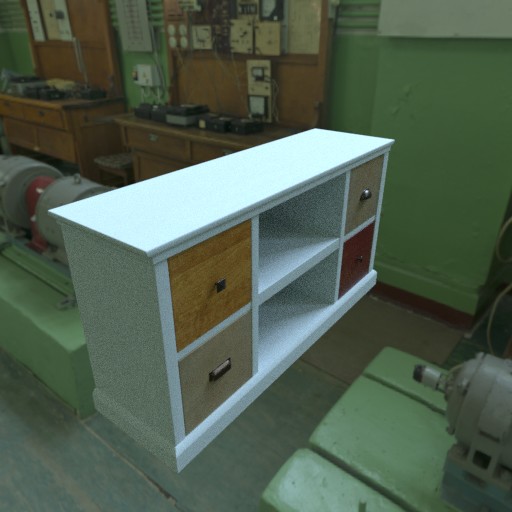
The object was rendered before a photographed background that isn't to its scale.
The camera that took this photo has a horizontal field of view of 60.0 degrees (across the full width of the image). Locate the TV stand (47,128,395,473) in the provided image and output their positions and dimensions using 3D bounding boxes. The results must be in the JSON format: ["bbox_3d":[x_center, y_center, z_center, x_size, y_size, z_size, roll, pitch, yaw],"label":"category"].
[{"bbox_3d":[0.000,0.000,1.495,0.424,0.624,1.187,19,33,33],"label":"TV stand"}]
